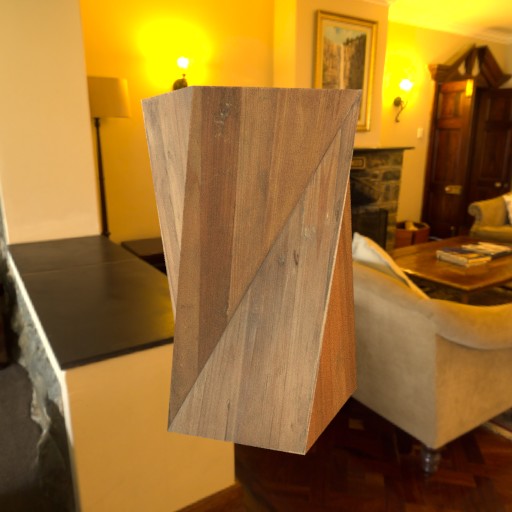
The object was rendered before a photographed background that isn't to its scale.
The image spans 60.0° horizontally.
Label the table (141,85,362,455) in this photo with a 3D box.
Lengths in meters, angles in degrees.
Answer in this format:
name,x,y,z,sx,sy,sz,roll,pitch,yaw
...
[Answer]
name,x,y,z,sx,sy,sz,roll,pitch,yaw
table,0.000,0.000,0.899,0.441,0.604,0.425,2,15,8
